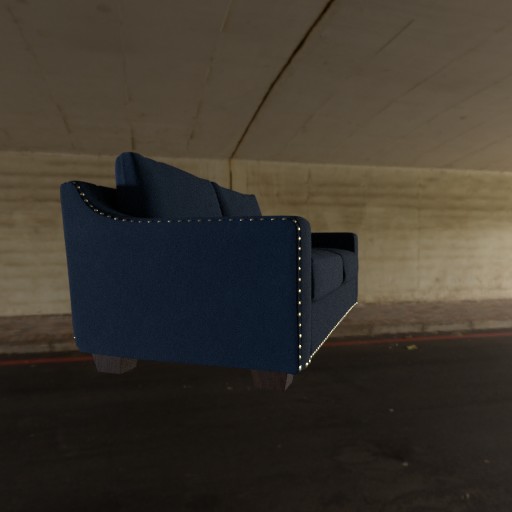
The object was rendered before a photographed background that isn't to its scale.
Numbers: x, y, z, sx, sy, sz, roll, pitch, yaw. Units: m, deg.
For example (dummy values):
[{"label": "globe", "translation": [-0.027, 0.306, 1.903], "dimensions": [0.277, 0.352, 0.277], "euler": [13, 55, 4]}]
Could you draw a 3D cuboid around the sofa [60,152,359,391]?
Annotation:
[{"label": "sofa", "translation": [0.000, 0.000, 2.745], "dimensions": [1.104, 0.983, 2.107], "euler": [0, 1, 18]}]
